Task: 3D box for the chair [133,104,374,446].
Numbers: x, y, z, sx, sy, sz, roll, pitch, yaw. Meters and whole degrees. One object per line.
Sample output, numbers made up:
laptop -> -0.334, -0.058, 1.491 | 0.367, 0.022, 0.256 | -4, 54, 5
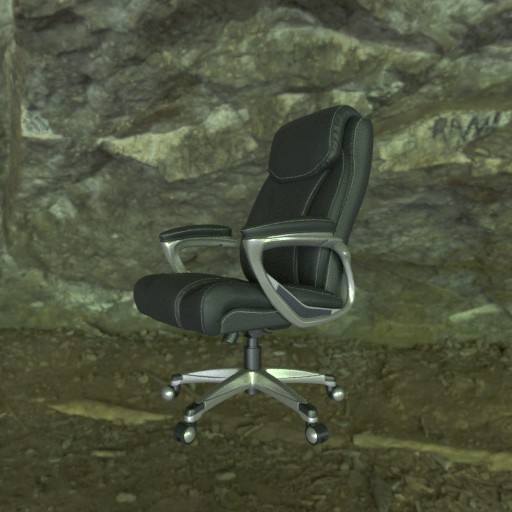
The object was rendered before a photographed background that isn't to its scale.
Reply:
chair -> 0.000, 0.000, 1.664 | 0.784, 1.167, 0.741 | -1, 1, -35
